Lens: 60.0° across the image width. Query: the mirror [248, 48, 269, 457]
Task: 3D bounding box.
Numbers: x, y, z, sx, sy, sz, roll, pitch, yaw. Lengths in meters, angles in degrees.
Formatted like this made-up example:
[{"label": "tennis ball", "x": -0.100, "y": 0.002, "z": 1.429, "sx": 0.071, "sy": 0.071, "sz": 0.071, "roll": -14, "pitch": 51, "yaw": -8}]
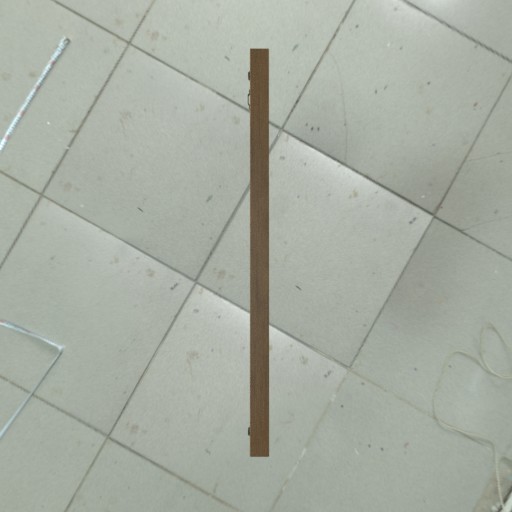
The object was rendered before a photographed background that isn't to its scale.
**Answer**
[{"label": "mirror", "x": 0.000, "y": 0.000, "z": 1.334, "sx": 0.040, "sy": 1.016, "sz": 0.762, "roll": 0, "pitch": 89, "yaw": 0}]
